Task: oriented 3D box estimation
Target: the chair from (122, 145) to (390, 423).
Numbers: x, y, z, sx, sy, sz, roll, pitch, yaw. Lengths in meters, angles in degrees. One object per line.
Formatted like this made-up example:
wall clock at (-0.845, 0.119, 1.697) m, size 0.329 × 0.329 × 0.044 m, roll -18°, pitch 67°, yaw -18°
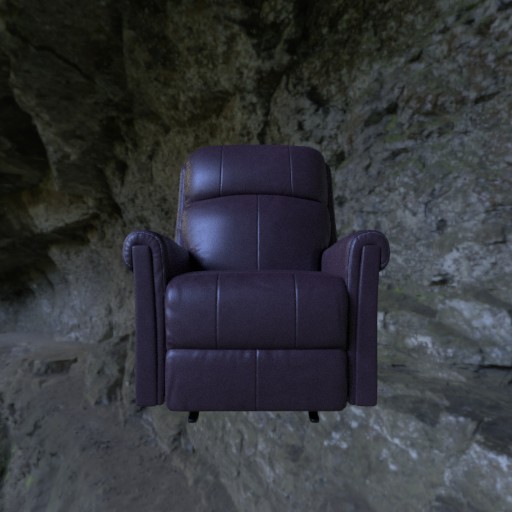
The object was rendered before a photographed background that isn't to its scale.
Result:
chair at (0.000, 0.000, 1.828) m, size 0.838 × 1.054 × 1.014 m, roll 0°, pitch 1°, yaw 0°
